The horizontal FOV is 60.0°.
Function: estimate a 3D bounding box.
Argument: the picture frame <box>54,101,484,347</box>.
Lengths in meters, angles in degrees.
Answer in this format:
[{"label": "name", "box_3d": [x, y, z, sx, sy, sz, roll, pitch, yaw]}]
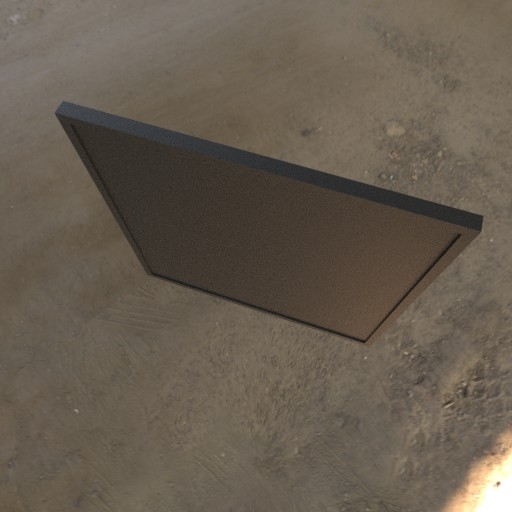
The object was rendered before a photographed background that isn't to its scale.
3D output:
[{"label": "picture frame", "box_3d": [0.000, 0.000, 1.121, 0.775, 0.775, 0.032, 17, 66, 8]}]
